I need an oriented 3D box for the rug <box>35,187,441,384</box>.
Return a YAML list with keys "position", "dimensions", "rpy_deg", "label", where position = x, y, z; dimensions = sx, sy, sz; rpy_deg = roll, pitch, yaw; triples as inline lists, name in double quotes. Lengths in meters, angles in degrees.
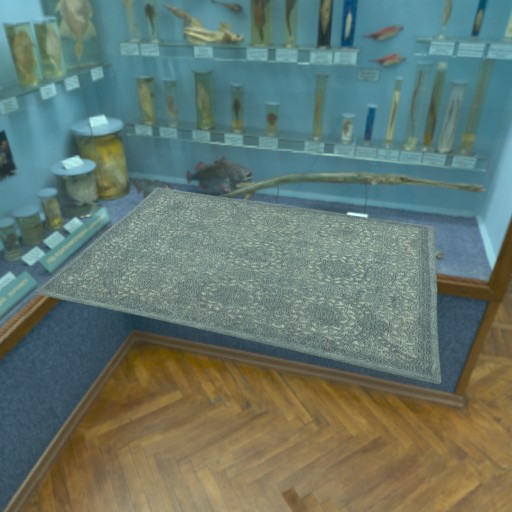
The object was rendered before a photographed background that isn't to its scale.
- position: [0.000, 0.000, 2.360]
  dimensions: [1.830, 0.016, 1.224]
  rpy_deg: [10, 35, 14]
  label: "rug"
